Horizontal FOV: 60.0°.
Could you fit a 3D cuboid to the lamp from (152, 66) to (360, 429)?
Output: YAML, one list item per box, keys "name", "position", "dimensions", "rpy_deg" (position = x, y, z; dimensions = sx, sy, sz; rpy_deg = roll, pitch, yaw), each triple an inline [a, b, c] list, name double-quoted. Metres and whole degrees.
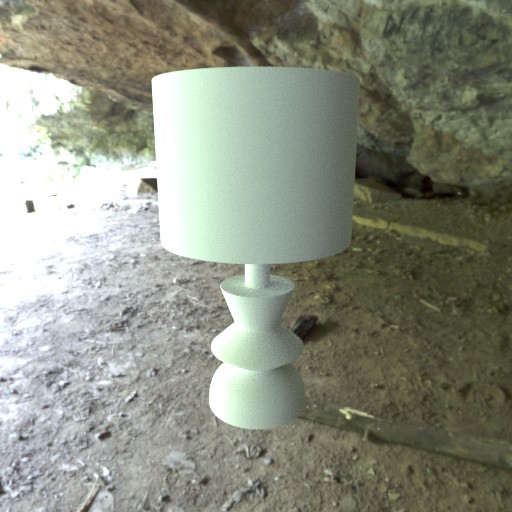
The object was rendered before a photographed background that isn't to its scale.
- name: "lamp"
  position: [0.000, 0.000, 0.725]
  dimensions: [0.301, 0.533, 0.301]
  rpy_deg: [-8, 17, -27]
